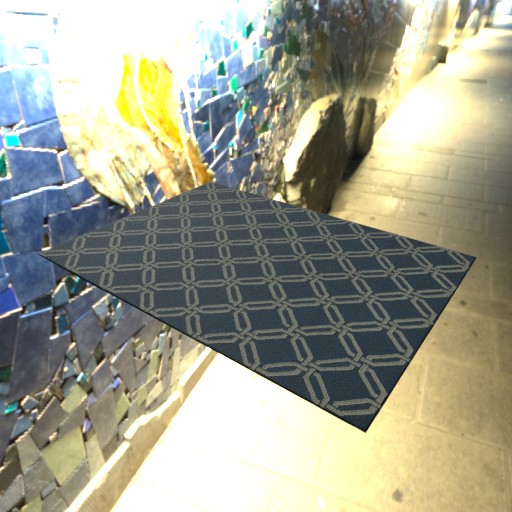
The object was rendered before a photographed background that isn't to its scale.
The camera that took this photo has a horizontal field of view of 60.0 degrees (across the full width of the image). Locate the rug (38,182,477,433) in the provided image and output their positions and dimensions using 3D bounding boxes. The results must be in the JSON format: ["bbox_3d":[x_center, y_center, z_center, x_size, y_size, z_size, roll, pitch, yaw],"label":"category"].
[{"bbox_3d":[0.000,0.000,4.172,3.342,0.018,2.432,20,36,31],"label":"rug"}]
